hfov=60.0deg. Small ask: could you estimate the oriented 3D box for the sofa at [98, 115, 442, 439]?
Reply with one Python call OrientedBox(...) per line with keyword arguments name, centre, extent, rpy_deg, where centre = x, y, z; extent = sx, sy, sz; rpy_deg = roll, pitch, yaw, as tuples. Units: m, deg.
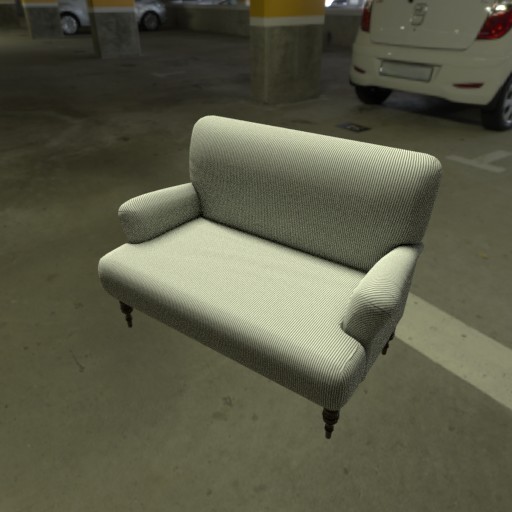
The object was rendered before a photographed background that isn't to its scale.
OrientedBox(name="sofa", centre=(0.000, 0.000, 1.883), extent=(1.297, 0.889, 0.779), rpy_deg=(20, 36, 30))
